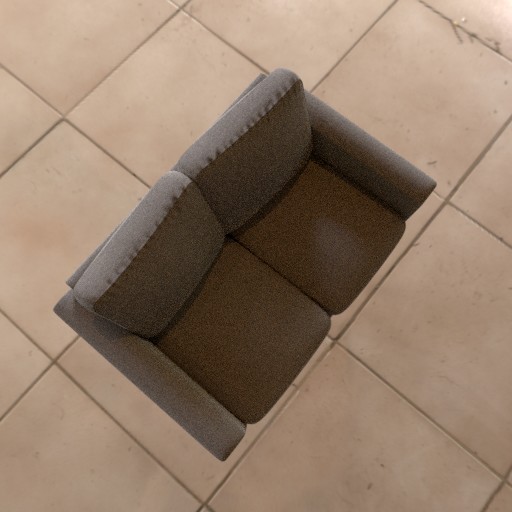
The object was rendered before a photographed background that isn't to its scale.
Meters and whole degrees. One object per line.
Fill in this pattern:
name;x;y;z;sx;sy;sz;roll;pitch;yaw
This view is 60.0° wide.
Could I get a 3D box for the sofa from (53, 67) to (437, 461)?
sofa;0.000;0.000;1.947;0.917;0.873;1.420;38;79;9
